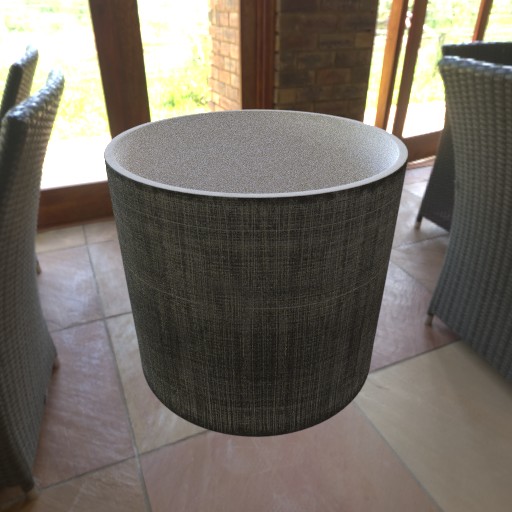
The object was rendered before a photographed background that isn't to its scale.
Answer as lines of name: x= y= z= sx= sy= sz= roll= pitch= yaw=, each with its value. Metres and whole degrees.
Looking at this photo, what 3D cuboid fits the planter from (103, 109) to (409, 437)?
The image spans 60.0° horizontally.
planter: x=0.000 y=0.000 z=0.385 sx=0.221 sy=0.201 sz=0.221 roll=0 pitch=30 yaw=0
